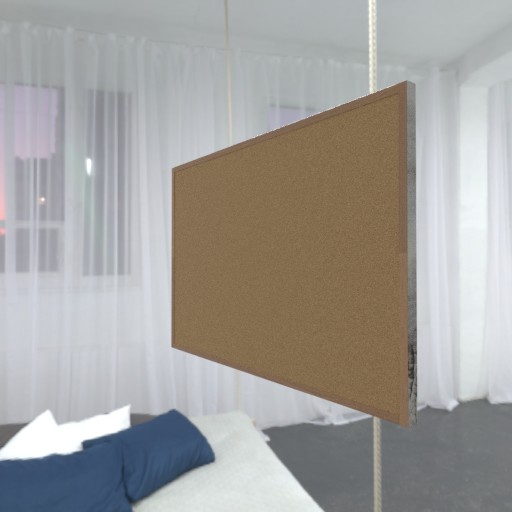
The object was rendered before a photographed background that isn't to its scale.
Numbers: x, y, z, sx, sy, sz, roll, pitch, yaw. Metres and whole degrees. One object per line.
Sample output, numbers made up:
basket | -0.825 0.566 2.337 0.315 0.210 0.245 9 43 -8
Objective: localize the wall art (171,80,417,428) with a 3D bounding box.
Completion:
wall art | 0.000 0.000 1.431 0.035 0.758 1.141 1 -1 -37
